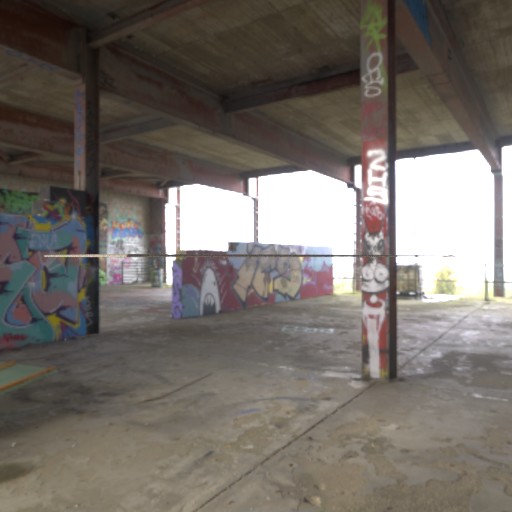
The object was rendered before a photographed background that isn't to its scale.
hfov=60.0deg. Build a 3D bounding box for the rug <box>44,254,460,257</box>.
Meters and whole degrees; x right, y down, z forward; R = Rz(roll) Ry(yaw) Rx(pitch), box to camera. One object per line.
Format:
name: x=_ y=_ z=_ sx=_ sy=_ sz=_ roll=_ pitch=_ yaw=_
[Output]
rug: x=0.000 y=0.000 z=2.334 sx=1.829 sy=0.010 sz=1.219 roll=0 pitch=0 yaw=-36
